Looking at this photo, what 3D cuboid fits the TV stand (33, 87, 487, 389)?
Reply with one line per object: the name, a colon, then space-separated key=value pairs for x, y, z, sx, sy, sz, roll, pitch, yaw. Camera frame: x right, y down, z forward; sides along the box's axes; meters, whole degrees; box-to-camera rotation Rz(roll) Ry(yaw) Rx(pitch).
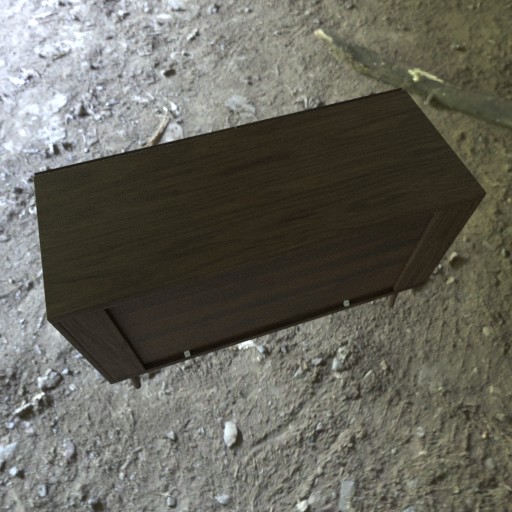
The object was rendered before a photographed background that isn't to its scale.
TV stand: x=0.000 y=0.000 z=1.321 sx=0.990 sy=0.660 sz=0.405 roll=-16 pitch=60 yaw=-10
